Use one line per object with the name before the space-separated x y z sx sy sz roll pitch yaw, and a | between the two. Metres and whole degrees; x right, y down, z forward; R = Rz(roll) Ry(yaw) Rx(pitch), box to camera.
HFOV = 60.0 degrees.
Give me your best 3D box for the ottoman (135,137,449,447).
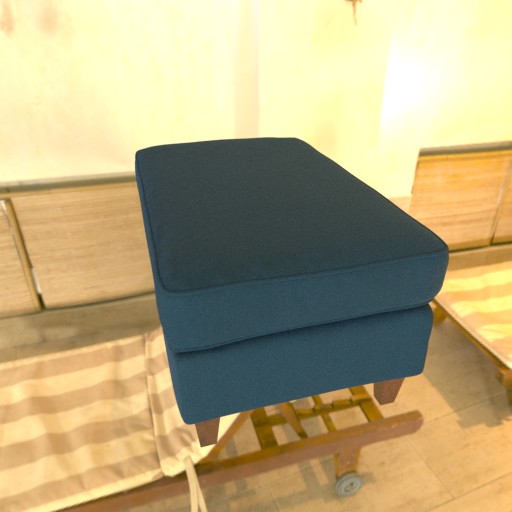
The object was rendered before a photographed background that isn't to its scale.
ottoman | 0.000 0.000 1.240 0.583 0.484 0.862 -8 31 -14
